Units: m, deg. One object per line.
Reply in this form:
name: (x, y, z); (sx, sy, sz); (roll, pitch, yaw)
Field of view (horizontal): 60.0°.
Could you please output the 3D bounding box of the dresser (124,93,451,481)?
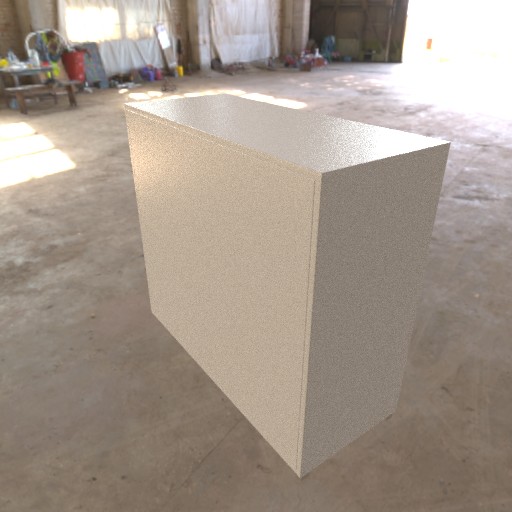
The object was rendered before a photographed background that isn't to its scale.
dresser: (0.000, 0.000, 1.663); (0.460, 1.000, 1.100); (-19, 33, -31)
